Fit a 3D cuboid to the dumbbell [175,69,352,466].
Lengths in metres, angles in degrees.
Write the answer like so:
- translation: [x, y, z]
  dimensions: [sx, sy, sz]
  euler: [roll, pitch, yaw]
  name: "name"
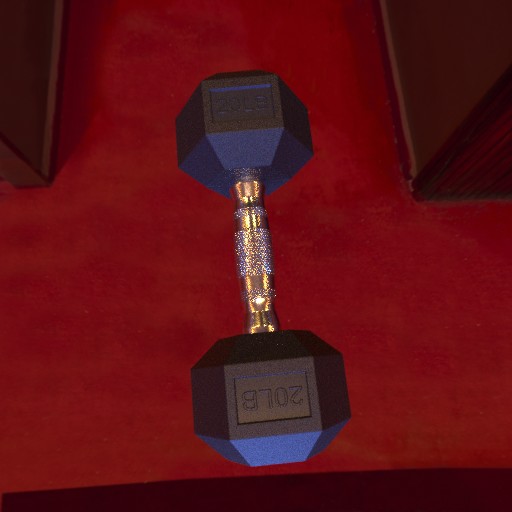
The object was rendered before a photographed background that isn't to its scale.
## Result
- translation: [0.000, 0.000, 0.325]
  dimensions: [0.106, 0.092, 0.272]
  euler: [-5, 76, -1]
  name: "dumbbell"
